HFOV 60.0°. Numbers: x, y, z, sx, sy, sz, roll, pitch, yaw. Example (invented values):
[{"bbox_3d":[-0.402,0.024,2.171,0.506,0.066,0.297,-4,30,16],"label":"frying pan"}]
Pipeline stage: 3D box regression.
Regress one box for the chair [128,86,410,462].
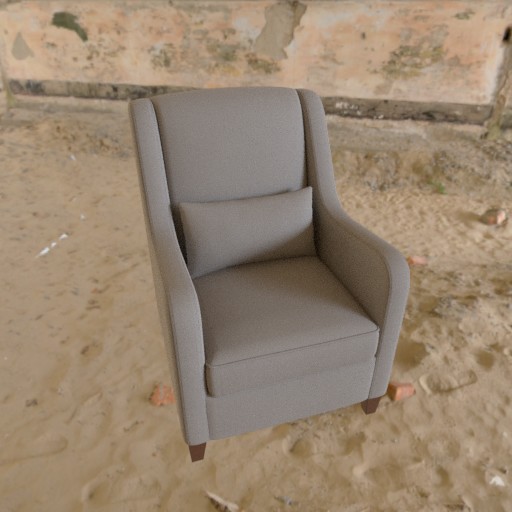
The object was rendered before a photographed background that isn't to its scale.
[{"bbox_3d":[0.000,0.000,1.583,0.715,1.010,0.863,-9,33,-15],"label":"chair"}]
